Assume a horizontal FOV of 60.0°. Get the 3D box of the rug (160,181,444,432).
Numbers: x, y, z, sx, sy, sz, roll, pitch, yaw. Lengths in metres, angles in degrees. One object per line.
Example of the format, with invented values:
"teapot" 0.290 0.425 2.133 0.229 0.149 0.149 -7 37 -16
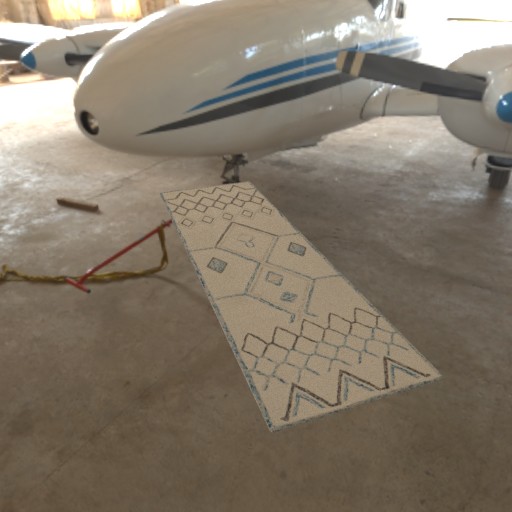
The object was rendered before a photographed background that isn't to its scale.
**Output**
"rug" 0.000 0.000 2.705 0.770 0.013 2.434 -10 32 -17
